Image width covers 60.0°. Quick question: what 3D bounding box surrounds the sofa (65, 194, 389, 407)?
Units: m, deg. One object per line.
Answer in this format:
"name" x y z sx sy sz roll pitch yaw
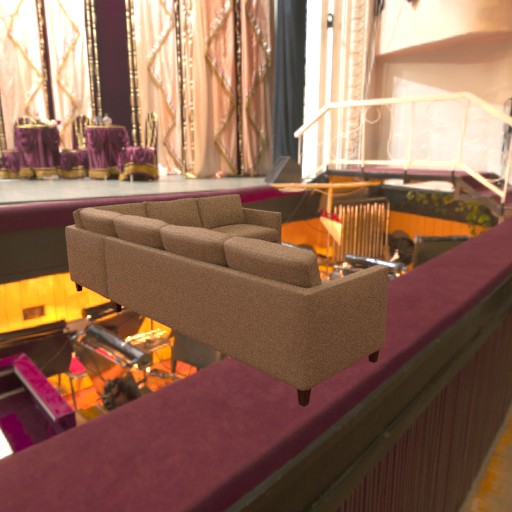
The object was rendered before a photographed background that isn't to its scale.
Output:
"sofa" 0.000 0.000 4.480 3.333 0.934 2.522 13 18 43
